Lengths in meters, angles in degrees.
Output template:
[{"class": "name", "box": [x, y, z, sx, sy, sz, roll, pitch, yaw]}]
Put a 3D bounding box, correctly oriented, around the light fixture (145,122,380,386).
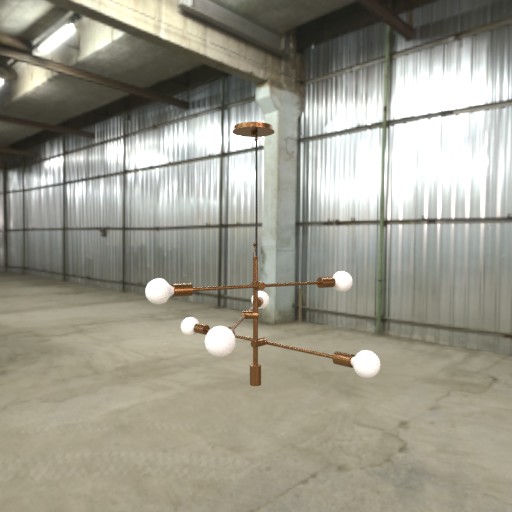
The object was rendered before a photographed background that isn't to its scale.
[{"class": "light fixture", "box": [0.000, 0.000, 1.285, 0.637, 0.744, 0.682, -1, 2, -17]}]
